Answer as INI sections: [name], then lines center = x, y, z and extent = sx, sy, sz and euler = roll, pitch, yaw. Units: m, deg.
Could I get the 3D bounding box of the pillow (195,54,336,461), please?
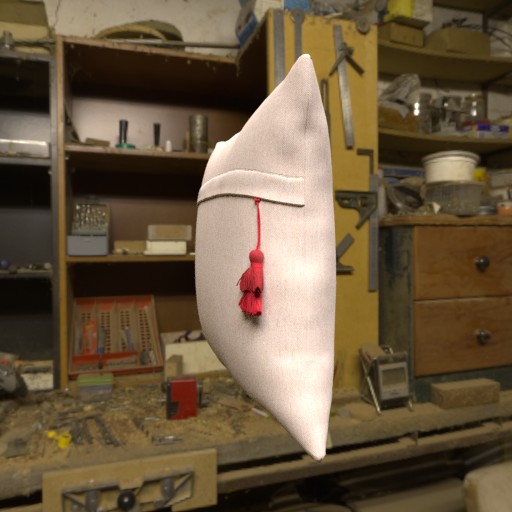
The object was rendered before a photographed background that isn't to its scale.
[pillow]
center = 0.000, 0.000, 0.678
extent = 0.173, 0.436, 0.433
euler = 0, 2, -17
